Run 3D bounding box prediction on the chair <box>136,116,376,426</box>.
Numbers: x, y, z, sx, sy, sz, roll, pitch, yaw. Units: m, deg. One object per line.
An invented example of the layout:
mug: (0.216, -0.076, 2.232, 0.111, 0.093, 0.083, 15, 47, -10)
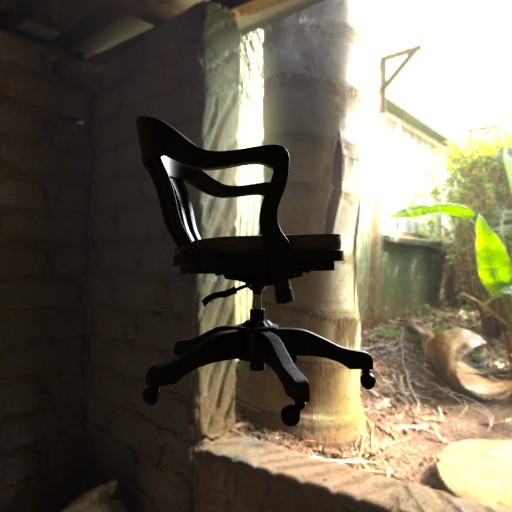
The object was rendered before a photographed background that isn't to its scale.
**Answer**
chair: (0.000, 0.000, 1.488, 0.788, 0.878, 0.750, 0, -1, 0)
